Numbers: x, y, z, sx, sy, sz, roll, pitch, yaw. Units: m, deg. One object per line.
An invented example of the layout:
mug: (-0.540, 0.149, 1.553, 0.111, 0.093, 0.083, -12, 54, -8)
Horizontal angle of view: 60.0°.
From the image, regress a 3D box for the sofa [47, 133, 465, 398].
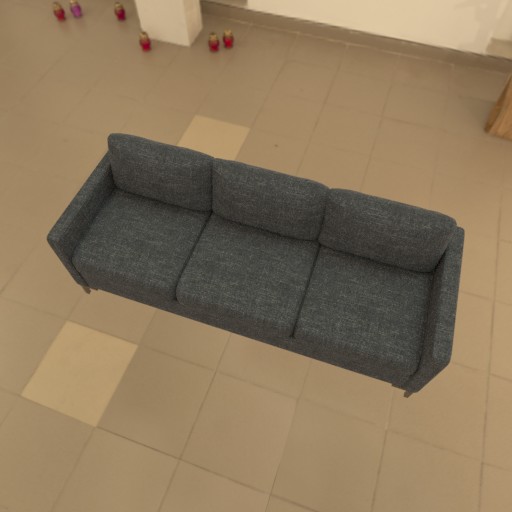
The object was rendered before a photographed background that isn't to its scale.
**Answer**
sofa: (0.000, 0.000, 2.662, 2.218, 0.874, 0.859, 16, 59, 10)
